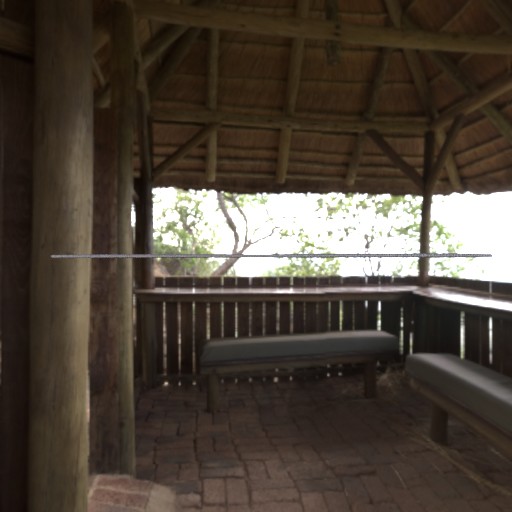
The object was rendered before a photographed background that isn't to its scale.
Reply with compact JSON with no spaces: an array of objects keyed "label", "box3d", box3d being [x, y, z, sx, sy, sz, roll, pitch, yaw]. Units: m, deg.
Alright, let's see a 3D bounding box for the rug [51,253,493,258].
[{"label":"rug","box3d":[0.000,0.000,2.514,2.297,0.019,0.659,0,0,18]}]
